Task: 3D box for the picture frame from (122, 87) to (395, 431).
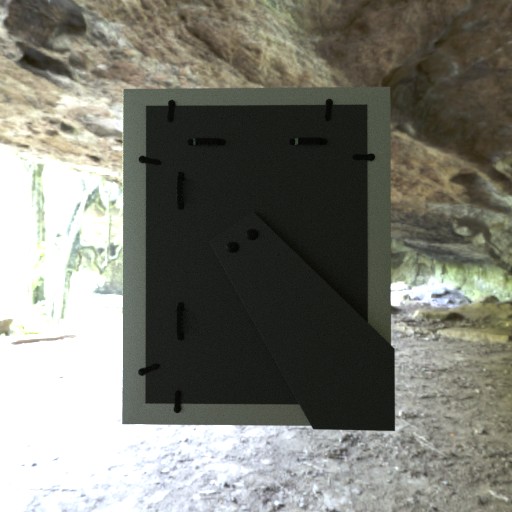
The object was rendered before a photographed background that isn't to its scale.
[{"bbox_3d":[0.000,0.000,0.511,0.307,0.386,0.036,0,-1,1],"label":"picture frame"}]
